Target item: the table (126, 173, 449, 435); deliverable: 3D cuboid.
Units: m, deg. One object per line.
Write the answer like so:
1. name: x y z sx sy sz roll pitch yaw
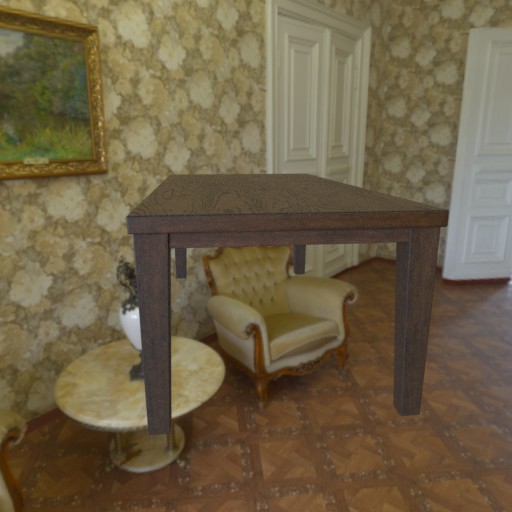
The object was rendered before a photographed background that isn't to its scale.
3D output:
1. table: 0.000 0.000 2.413 1.016 0.762 1.981 -2 14 -7
